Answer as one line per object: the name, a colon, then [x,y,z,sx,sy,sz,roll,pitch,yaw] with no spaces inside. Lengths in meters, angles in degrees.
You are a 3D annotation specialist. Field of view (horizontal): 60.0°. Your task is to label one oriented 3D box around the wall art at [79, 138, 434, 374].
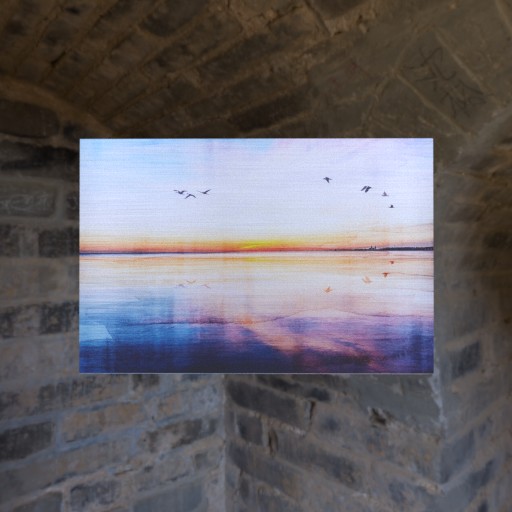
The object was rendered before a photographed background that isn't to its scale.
wall art: [0.000,0.000,1.158,0.911,0.605,0.037,0,0,0]
